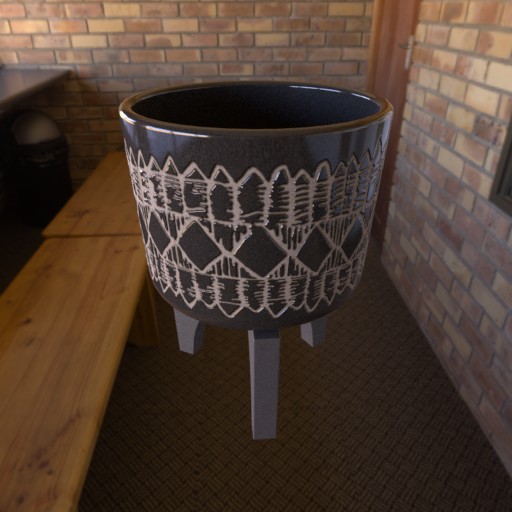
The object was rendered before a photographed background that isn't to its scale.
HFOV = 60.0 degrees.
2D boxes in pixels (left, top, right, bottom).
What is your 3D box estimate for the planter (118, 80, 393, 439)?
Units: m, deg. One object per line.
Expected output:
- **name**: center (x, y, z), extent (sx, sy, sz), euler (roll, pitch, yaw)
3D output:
- **planter**: center (0.000, 0.000, 0.390), extent (0.196, 0.264, 0.196), euler (-19, 35, -30)
